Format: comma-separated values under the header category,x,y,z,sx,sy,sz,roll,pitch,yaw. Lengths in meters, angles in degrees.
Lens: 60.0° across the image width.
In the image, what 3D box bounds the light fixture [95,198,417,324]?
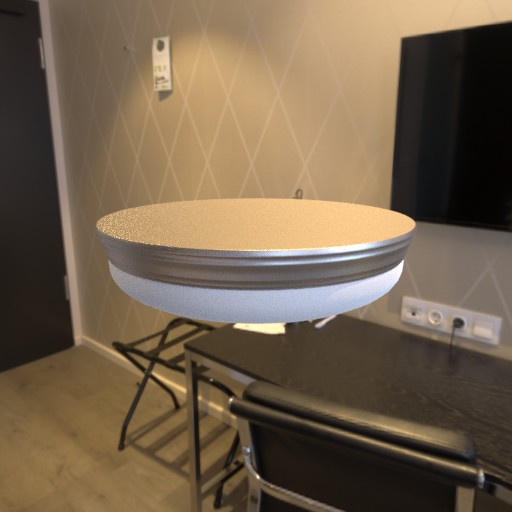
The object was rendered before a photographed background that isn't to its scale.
category,x,y,z,sx,sy,sz,roll,pitch,yaw
light fixture,0.000,0.000,0.549,0.368,0.100,0.368,0,14,0
